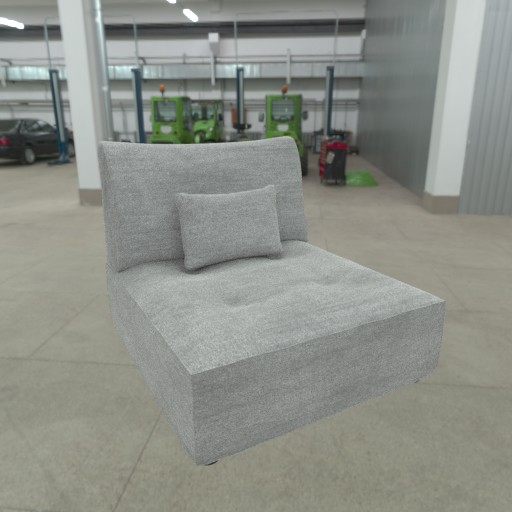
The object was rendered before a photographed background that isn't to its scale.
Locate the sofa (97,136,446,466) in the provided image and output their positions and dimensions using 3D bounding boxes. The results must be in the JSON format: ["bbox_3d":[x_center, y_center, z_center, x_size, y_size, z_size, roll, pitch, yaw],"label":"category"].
[{"bbox_3d":[0.000,0.000,1.674,0.930,0.820,1.000,-10,20,-28],"label":"sofa"}]
